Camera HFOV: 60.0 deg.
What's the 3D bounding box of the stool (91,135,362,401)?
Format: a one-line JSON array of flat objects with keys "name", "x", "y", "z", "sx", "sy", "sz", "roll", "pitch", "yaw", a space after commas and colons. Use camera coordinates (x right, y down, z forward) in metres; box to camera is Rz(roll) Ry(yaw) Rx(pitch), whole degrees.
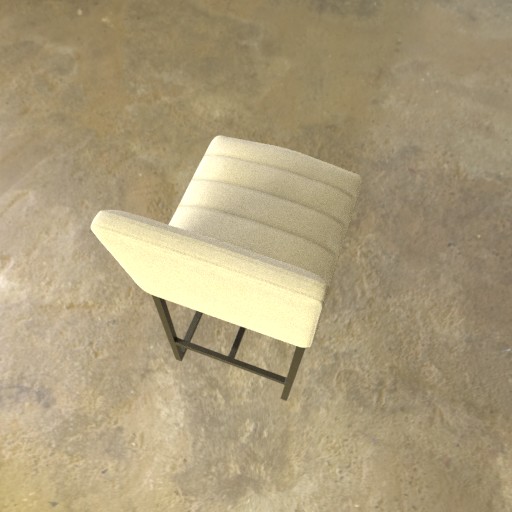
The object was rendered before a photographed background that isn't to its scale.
[{"name": "stool", "x": 0.000, "y": 0.000, "z": 1.295, "sx": 0.459, "sy": 0.971, "sz": 0.567, "roll": 18, "pitch": 64, "yaw": 9}]
